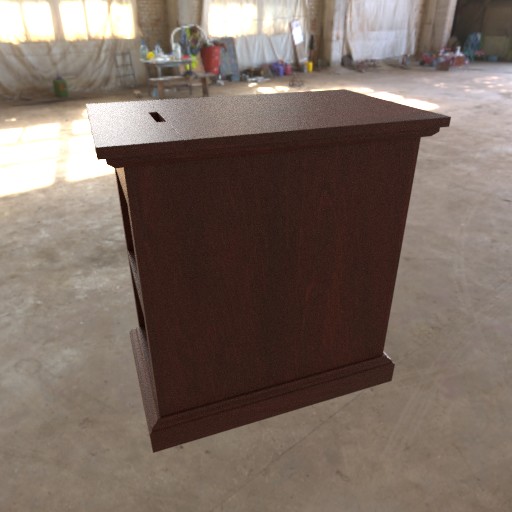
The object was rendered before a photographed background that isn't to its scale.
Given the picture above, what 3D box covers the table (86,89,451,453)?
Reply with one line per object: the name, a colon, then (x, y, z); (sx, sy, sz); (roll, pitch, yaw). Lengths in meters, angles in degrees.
table: (0.000, 0.000, 0.963); (0.584, 0.612, 0.356); (-10, 30, -18)
